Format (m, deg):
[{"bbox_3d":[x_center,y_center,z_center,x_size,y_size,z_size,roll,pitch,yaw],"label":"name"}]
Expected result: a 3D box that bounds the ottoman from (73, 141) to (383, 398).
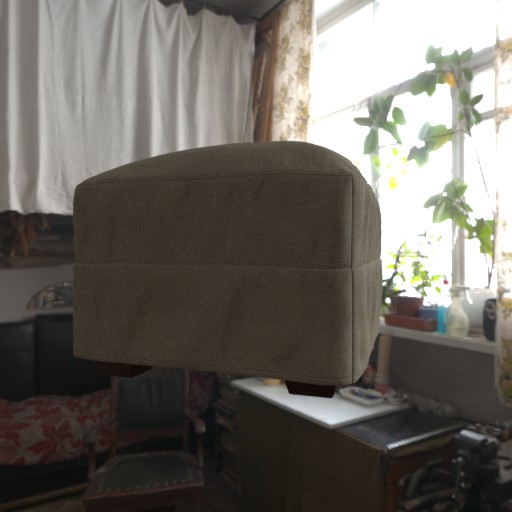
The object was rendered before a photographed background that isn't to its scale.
[{"bbox_3d":[0.000,0.000,1.091,0.584,0.480,0.712,0,0,19],"label":"ottoman"}]
